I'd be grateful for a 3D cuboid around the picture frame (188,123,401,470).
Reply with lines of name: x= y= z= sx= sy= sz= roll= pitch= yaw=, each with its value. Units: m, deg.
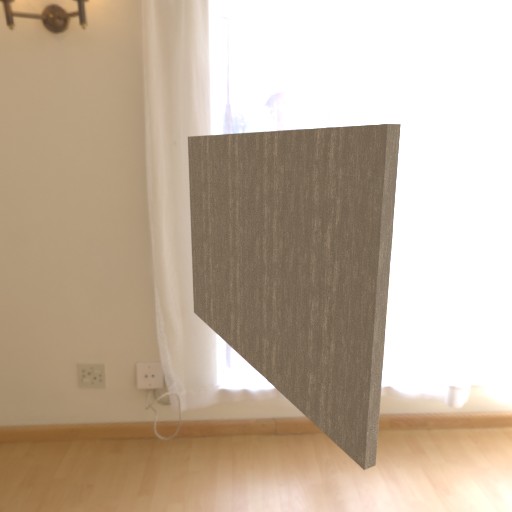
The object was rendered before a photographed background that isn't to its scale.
picture frame: x=0.000 y=0.000 z=1.193 sx=0.029 sy=0.640 sz=0.950 roll=-7 pitch=15 yaw=-27
